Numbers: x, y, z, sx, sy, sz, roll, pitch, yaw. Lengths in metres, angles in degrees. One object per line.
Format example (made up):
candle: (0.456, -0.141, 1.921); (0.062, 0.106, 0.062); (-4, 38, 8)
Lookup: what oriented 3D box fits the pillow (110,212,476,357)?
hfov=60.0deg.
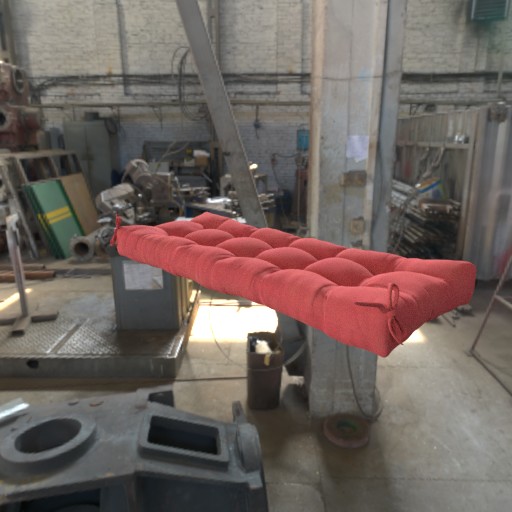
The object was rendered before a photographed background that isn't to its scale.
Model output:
pillow: (0.000, 0.000, 1.371); (0.511, 0.174, 1.194); (-14, 21, -42)
